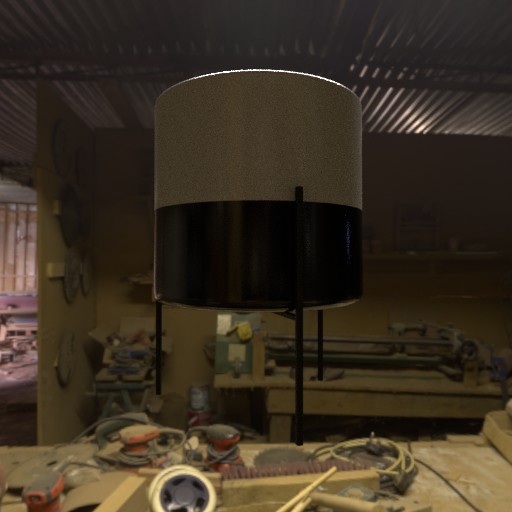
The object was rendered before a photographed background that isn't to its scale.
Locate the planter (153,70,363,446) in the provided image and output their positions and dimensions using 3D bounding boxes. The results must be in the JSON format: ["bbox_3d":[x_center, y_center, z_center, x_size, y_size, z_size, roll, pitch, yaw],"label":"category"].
[{"bbox_3d":[0.000,0.000,0.655,0.310,0.432,0.310,0,0,-2],"label":"planter"}]
